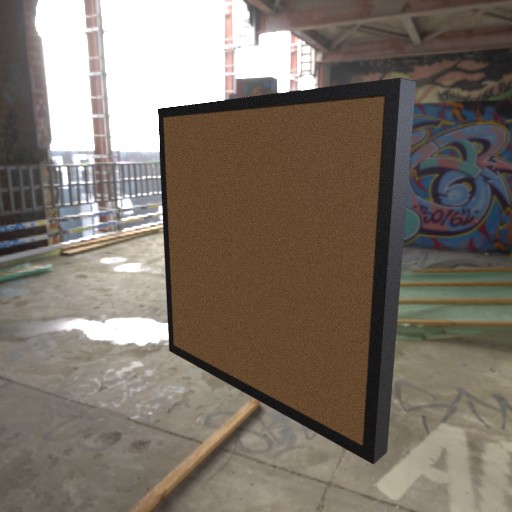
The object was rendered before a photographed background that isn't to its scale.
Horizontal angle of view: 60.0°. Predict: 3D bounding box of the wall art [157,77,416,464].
[{"bbox_3d":[0.000,0.000,0.748,0.037,0.506,0.506,-13,18,-43],"label":"wall art"}]
